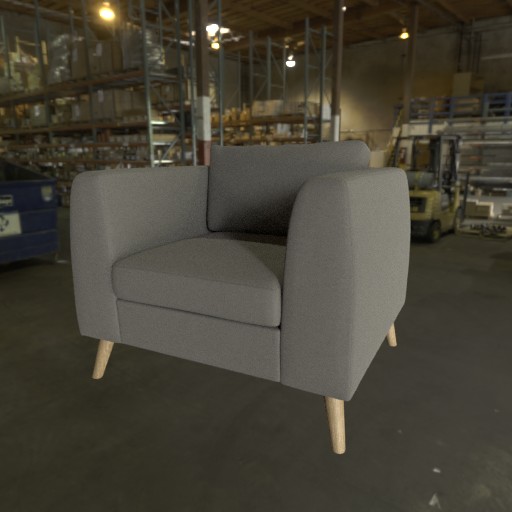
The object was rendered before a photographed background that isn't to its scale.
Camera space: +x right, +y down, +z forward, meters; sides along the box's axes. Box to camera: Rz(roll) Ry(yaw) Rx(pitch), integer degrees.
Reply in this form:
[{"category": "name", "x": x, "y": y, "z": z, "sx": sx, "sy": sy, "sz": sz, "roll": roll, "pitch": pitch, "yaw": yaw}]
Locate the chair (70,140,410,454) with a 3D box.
[{"category": "chair", "x": 0.000, "y": 0.000, "z": 1.693, "sx": 1.000, "sy": 0.860, "sz": 0.930, "roll": 6, "pitch": 14, "yaw": 26}]
